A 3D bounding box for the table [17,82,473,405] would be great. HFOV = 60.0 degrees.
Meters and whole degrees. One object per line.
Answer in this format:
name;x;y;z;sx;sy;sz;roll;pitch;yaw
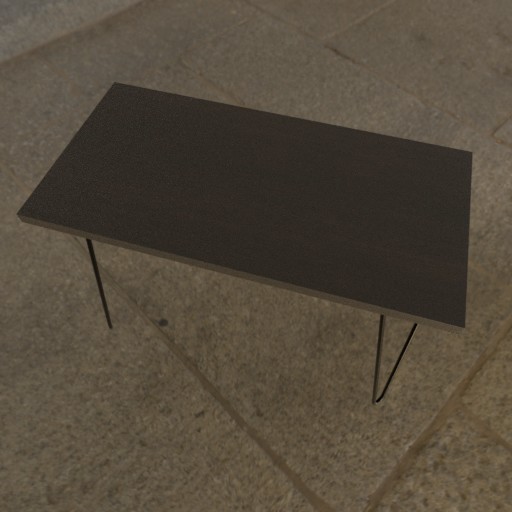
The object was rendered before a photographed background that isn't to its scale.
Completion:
table;0.000;0.000;1.340;0.991;0.660;0.499;14;58;9
